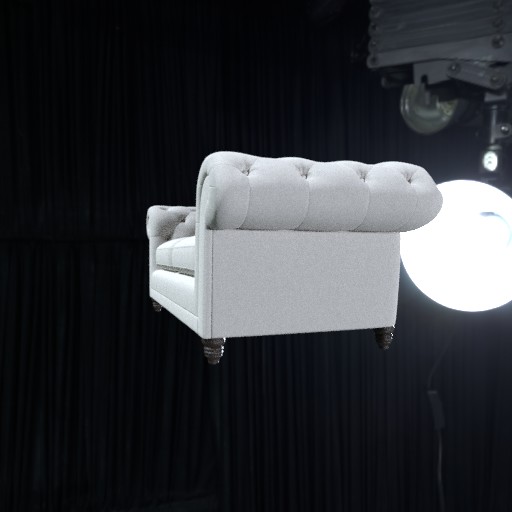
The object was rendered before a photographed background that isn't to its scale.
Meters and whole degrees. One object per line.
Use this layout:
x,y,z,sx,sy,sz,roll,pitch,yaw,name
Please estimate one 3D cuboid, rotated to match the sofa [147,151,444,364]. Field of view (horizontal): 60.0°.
0.000,0.000,2.452,0.986,0.764,1.998,0,0,-20,sofa
